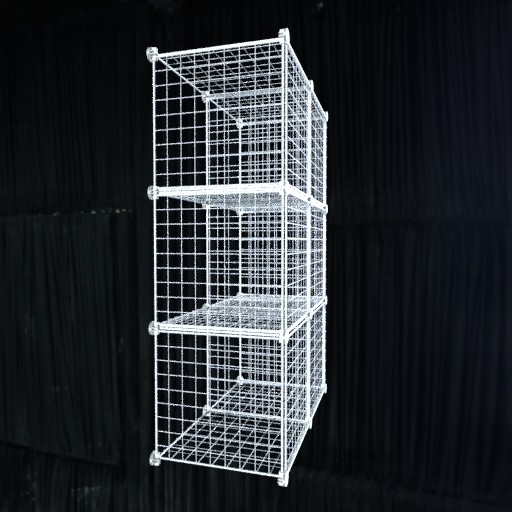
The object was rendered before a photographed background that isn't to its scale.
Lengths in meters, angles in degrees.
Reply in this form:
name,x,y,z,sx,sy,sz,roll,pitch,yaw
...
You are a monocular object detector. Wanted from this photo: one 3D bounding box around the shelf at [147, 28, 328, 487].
name,x,y,z,sx,sy,sz,roll,pitch,yaw
shelf,0.000,0.000,1.409,0.356,1.067,0.711,1,2,17
